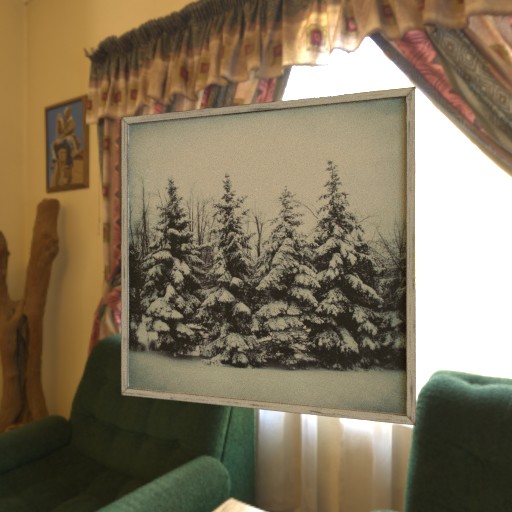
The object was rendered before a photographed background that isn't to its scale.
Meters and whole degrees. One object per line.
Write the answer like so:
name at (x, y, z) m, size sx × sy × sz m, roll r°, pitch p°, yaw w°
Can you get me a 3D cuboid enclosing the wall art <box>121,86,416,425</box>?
wall art at (0.000, 0.000, 1.122) m, size 0.761 × 0.761 × 0.037 m, roll 0°, pitch 0°, yaw 17°
